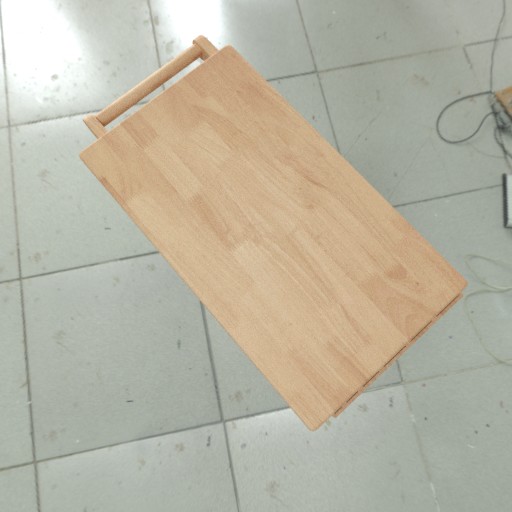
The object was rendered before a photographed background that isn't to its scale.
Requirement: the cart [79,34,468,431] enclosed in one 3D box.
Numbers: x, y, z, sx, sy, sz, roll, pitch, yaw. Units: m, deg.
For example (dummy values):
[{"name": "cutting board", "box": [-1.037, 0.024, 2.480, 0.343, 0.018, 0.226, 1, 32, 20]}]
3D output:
[{"name": "cart", "box": [0.000, 0.000, 1.357, 0.432, 0.879, 0.853, -40, 79, -9]}]
